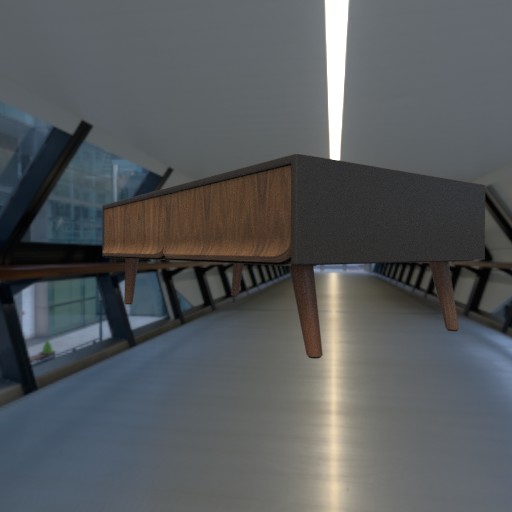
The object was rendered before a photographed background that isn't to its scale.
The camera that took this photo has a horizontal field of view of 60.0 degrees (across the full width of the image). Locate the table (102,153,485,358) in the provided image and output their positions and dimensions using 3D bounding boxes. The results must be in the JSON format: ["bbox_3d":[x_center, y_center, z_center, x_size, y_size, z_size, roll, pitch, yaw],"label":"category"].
[{"bbox_3d":[0.000,0.000,1.513,0.703,0.404,1.201,-1,1,-36],"label":"table"}]
